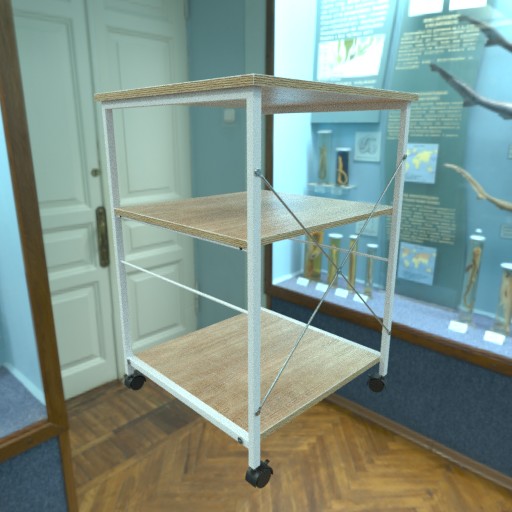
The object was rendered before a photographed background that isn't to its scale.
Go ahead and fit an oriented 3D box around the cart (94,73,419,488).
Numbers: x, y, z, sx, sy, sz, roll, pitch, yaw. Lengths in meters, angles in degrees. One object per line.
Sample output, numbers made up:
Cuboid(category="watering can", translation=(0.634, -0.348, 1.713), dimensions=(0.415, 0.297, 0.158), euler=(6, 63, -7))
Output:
Cuboid(category="cart", translation=(0.000, 0.000, 1.106), dimensions=(0.521, 0.762, 0.520), euler=(-15, 22, -42))
